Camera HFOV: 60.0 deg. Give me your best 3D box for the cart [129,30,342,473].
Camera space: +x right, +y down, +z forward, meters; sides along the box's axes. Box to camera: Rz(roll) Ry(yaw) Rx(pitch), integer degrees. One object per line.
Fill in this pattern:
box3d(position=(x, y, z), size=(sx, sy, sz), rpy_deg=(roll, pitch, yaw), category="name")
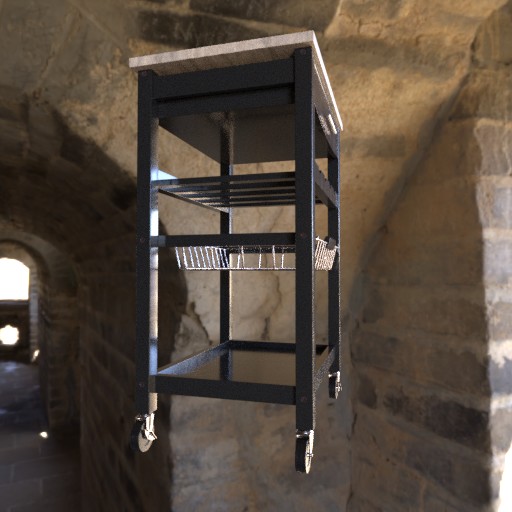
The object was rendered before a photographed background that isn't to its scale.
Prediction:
box3d(position=(0.000, 0.000, 1.154), size=(0.403, 0.839, 0.584), rpy_deg=(0, -2, 16), category="cart")
